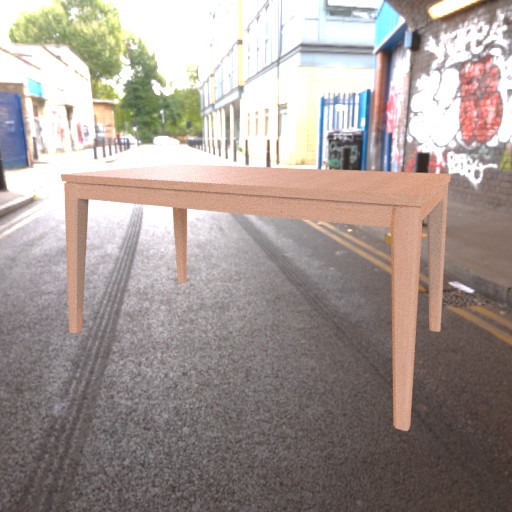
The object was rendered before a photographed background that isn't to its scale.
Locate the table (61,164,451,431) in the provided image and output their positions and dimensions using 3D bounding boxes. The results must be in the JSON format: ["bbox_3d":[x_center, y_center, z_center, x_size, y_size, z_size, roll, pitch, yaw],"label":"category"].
[{"bbox_3d":[0.000,0.000,2.083,1.600,0.760,0.900,8,17,27],"label":"table"}]
